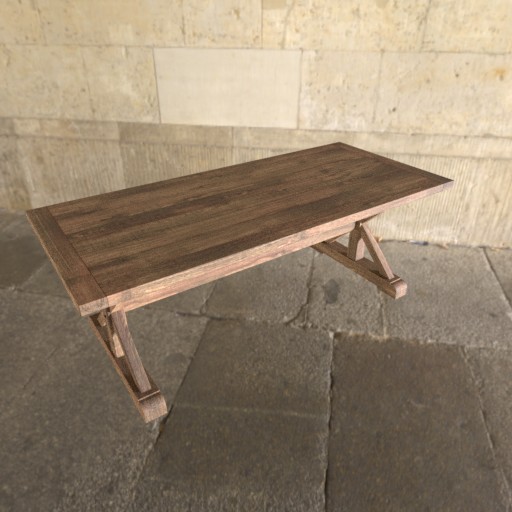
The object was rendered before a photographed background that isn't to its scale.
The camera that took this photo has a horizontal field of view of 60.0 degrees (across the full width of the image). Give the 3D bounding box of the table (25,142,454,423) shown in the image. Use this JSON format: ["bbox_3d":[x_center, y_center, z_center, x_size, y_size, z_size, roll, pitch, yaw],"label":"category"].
[{"bbox_3d":[0.000,0.000,2.456,2.031,0.733,0.907,-19,35,-29],"label":"table"}]
